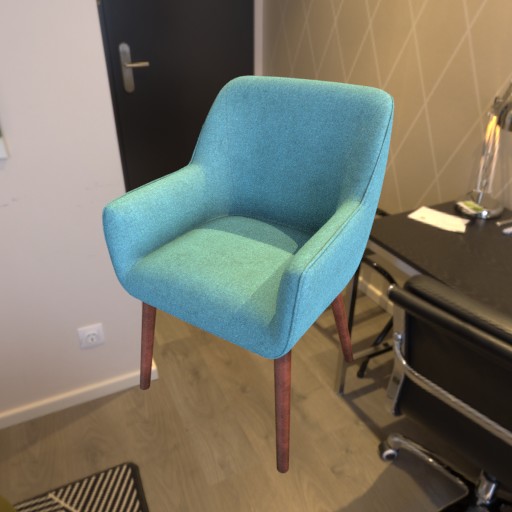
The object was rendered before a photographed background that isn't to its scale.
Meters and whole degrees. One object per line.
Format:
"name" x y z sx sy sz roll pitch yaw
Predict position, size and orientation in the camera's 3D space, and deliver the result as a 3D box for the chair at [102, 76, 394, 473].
"chair" 0.000 0.000 1.147 0.543 0.803 0.519 18 34 29
